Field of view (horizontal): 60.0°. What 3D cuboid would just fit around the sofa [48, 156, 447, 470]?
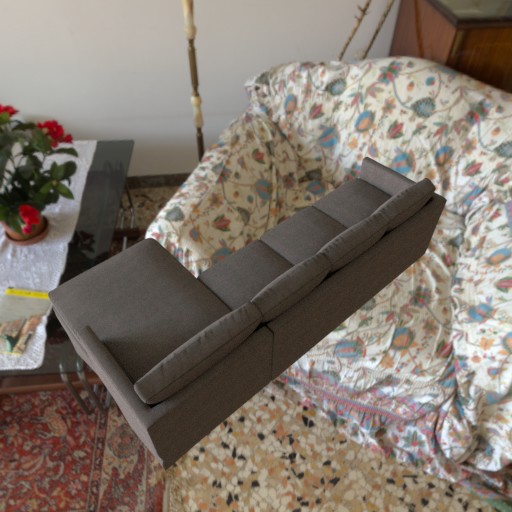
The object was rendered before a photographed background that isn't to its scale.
[{"bbox_3d":[0.000,0.000,3.905,3.205,0.922,1.650,-33,55,-27],"label":"sofa"}]
